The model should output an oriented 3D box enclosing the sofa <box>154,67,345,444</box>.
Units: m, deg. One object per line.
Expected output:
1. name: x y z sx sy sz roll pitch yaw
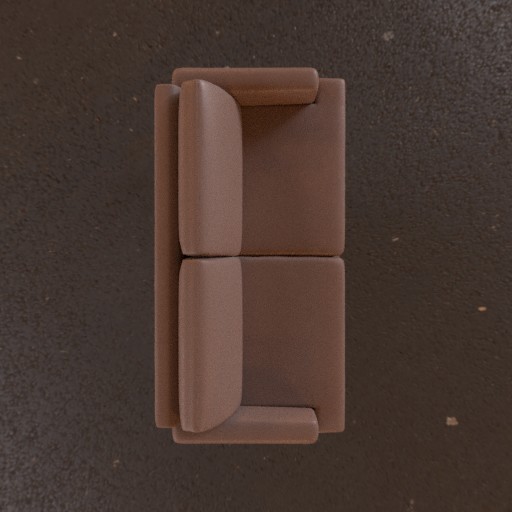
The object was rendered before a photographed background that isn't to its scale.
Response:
1. sofa: 0.000 0.000 2.392 0.974 0.765 1.940 0 90 0
